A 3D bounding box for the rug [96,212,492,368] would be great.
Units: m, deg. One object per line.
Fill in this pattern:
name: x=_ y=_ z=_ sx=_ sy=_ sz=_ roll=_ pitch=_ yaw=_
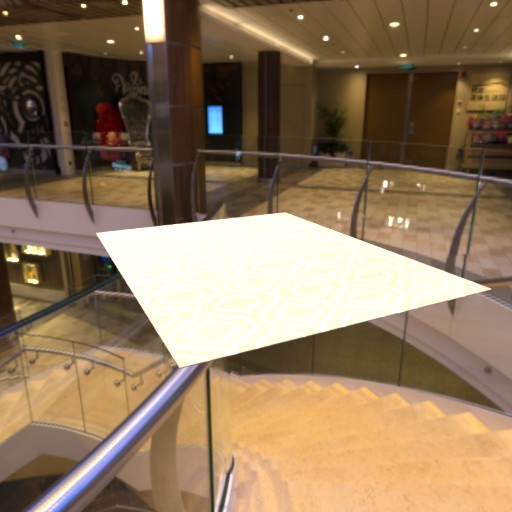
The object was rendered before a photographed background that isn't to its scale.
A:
rug: x=0.000 y=0.000 z=3.878 sx=2.283 sy=0.006 sz=2.892 roll=-9 pitch=20 yaw=-25
